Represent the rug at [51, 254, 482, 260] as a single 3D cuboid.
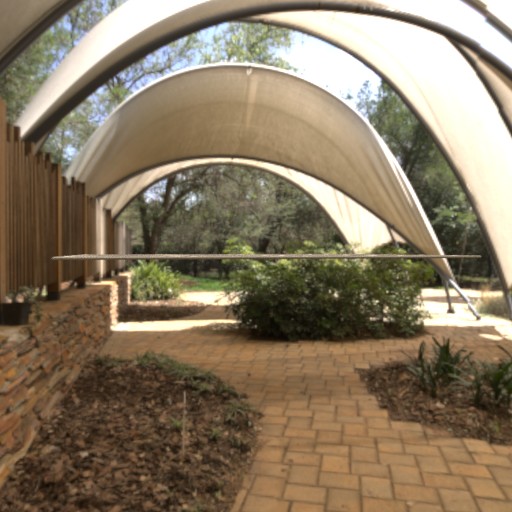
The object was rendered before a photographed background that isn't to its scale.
[{"bbox_3d":[0.000,0.000,2.967,2.294,0.014,1.528,0,1,-16],"label":"rug"}]
